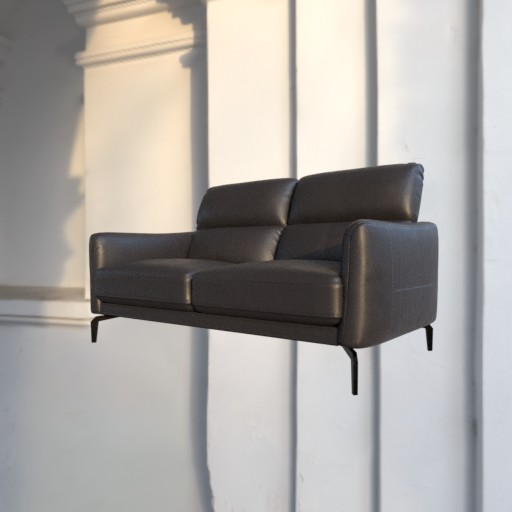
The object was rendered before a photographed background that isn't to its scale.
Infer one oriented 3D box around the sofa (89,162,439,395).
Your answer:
[{"bbox_3d":[0.000,0.000,2.226,1.596,0.920,0.958,0,0,36],"label":"sofa"}]
